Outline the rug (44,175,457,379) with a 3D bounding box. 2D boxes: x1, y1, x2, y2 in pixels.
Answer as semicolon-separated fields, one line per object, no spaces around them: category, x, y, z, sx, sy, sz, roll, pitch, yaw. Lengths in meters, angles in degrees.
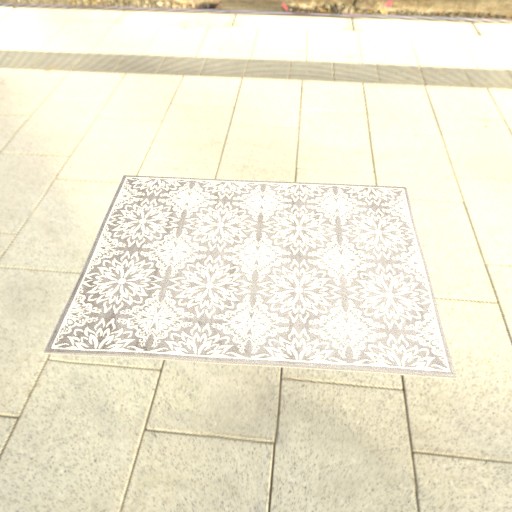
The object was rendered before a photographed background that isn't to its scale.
rug;0.000;0.000;2.911;2.213;0.014;1.608;3;47;3
